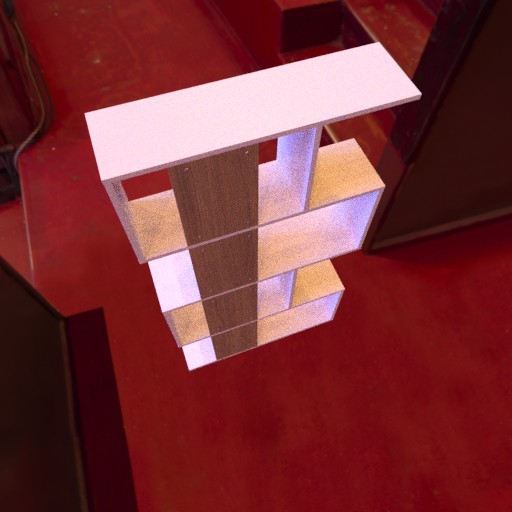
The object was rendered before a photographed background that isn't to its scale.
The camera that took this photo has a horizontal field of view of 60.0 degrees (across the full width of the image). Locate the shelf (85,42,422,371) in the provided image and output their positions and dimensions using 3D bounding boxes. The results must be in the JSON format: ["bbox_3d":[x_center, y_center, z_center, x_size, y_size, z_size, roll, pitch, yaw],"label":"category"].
[{"bbox_3d":[0.000,0.000,1.923,0.890,1.650,0.250,-18,61,-10],"label":"shelf"}]
